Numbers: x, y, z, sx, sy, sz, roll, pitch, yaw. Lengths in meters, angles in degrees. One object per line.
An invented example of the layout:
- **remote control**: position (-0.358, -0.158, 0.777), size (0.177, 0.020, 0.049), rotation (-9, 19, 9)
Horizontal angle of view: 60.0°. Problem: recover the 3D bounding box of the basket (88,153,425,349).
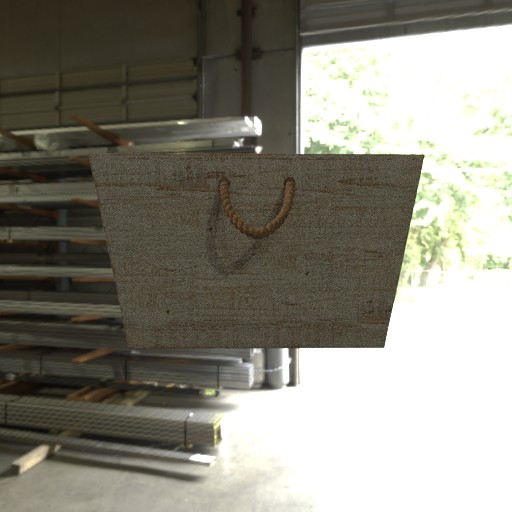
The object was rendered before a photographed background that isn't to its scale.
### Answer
- **basket**: position (0.000, 0.000, 0.747), size (0.413, 0.247, 0.545), rotation (0, -1, 0)
